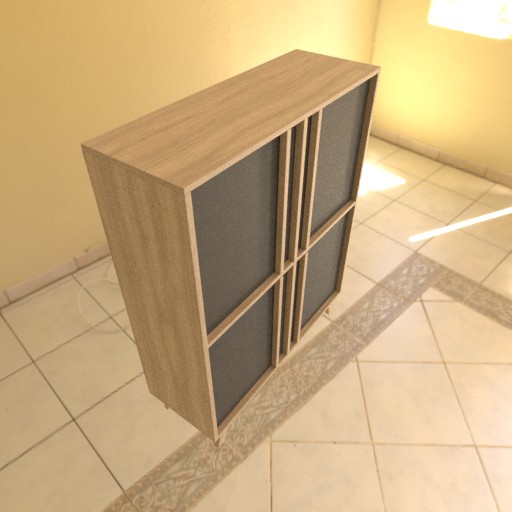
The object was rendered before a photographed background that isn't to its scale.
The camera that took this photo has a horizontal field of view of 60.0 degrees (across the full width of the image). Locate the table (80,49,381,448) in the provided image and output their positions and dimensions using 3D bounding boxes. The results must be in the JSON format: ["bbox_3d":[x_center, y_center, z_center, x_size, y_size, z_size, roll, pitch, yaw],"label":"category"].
[{"bbox_3d":[0.000,0.000,1.935,0.398,1.388,1.111,26,47,27],"label":"table"}]
